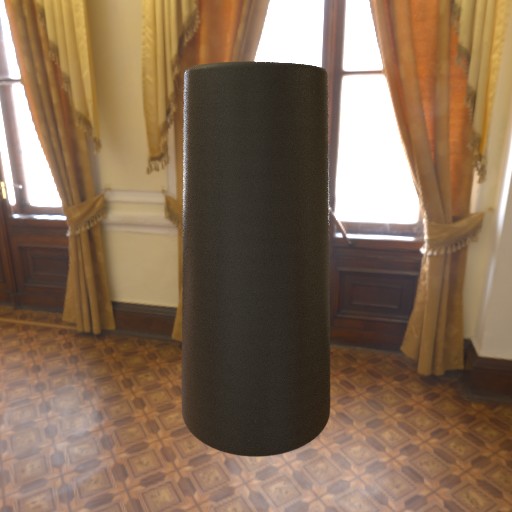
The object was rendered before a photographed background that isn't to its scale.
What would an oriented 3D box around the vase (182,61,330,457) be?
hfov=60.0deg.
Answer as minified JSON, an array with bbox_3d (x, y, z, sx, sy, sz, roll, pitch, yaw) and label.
[{"bbox_3d":[0.000,0.000,0.371,0.136,0.289,0.136,8,19,25],"label":"vase"}]
